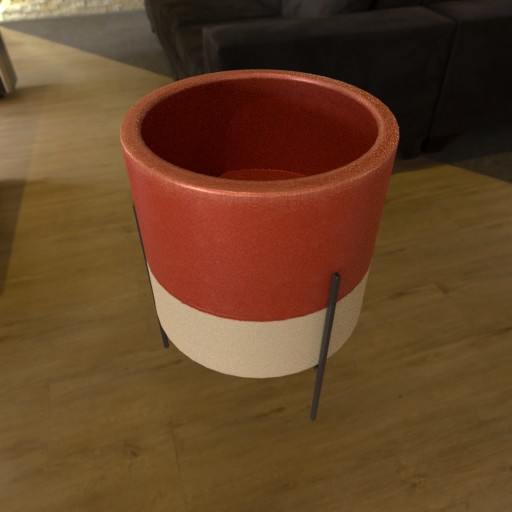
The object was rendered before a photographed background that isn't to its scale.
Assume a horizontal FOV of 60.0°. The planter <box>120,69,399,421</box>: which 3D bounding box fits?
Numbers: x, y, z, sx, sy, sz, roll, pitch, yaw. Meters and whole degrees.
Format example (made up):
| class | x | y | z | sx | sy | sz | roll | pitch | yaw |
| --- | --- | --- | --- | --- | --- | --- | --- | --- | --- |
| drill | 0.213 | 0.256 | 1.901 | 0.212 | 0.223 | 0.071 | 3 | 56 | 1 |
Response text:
| class | x | y | z | sx | sy | sz | roll | pitch | yaw |
| --- | --- | --- | --- | --- | --- | --- | --- | --- | --- |
| planter | 0.000 | 0.000 | 0.707 | 0.354 | 0.465 | 0.345 | -1 | 42 | -1 |
